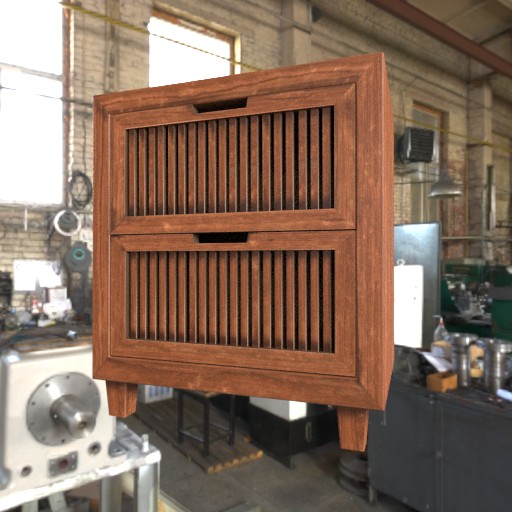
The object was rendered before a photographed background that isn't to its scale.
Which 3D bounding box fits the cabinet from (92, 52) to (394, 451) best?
[{"bbox_3d":[0.000,0.000,1.047,0.607,0.695,0.410,0,0,20],"label":"cabinet"}]
